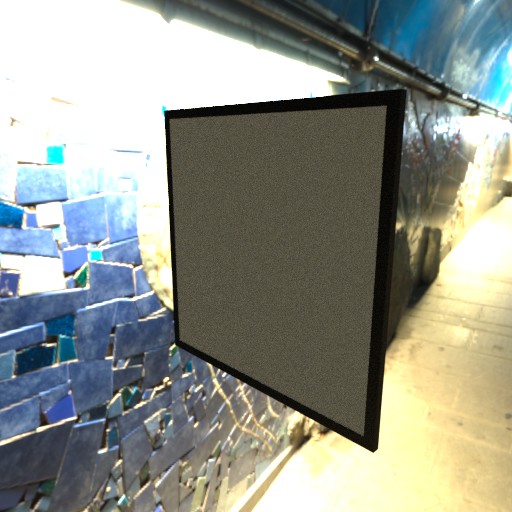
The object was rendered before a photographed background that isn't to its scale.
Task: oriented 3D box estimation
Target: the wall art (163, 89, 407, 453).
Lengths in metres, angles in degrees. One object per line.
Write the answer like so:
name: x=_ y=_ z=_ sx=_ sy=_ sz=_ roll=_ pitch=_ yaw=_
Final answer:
wall art: x=0.000 y=0.000 z=1.227 sx=0.022 sy=0.807 sz=0.807 roll=-14 pitch=20 yaw=-43
